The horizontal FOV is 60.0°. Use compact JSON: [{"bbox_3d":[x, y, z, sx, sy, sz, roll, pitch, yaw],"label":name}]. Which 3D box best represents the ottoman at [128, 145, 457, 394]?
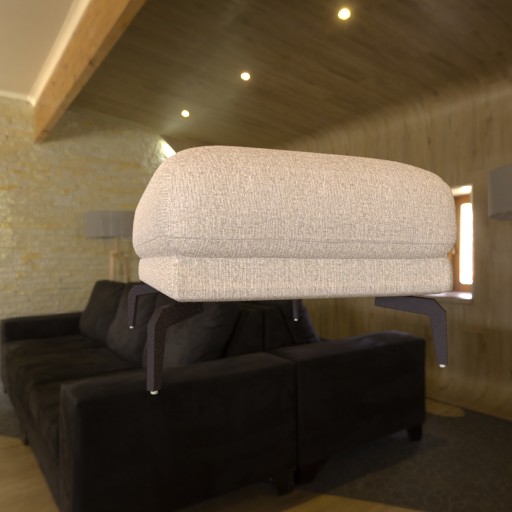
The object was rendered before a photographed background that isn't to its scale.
[{"bbox_3d":[0.000,0.000,1.073,0.568,0.420,0.772,0,-1,-18],"label":"ottoman"}]
